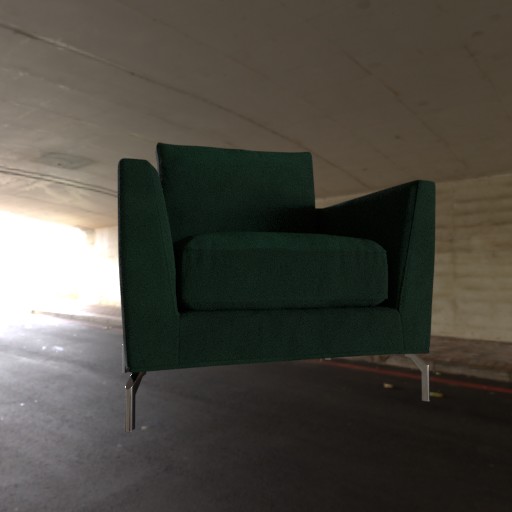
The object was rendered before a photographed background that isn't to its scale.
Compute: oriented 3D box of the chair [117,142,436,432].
[{"bbox_3d":[0.000,0.000,1.749,1.047,0.997,0.852,1,-2,-17],"label":"chair"}]
